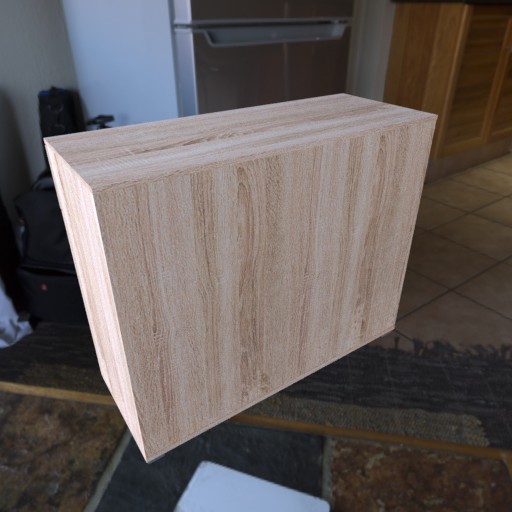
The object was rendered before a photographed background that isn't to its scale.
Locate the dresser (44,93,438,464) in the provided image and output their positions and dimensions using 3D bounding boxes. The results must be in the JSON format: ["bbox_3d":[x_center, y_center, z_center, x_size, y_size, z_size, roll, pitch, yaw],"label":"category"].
[{"bbox_3d":[0.000,0.000,1.538,1.100,0.900,0.450,-19,36,-29],"label":"dresser"}]
